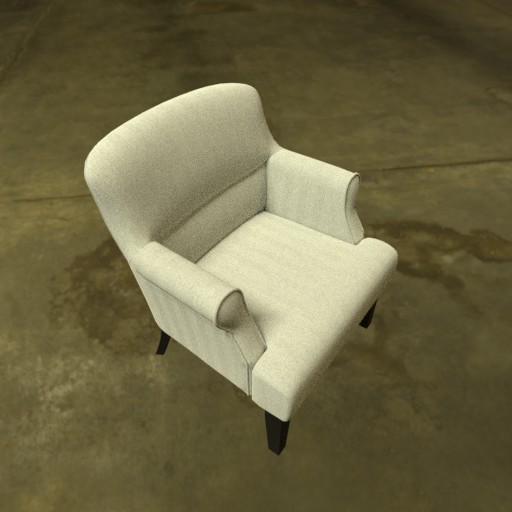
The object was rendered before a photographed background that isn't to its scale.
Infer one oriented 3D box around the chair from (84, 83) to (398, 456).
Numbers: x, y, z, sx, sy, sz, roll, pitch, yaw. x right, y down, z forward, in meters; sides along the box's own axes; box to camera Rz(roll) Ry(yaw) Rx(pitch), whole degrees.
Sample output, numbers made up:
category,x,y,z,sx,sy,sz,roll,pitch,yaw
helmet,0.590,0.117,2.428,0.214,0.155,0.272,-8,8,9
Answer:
category,x,y,z,sx,sy,sz,roll,pitch,yaw
chair,0.000,0.000,1.483,0.750,0.875,0.781,26,48,26
